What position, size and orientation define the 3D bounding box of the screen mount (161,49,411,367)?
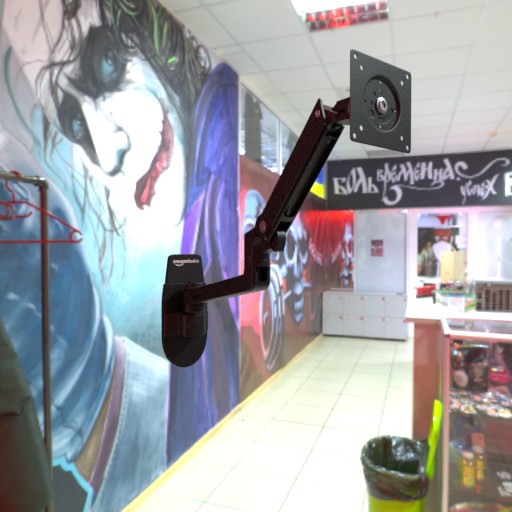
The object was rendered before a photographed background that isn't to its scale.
[{"bbox_3d":[0.000,0.000,0.723,0.115,0.466,0.495,-1,1,-37],"label":"screen mount"}]
